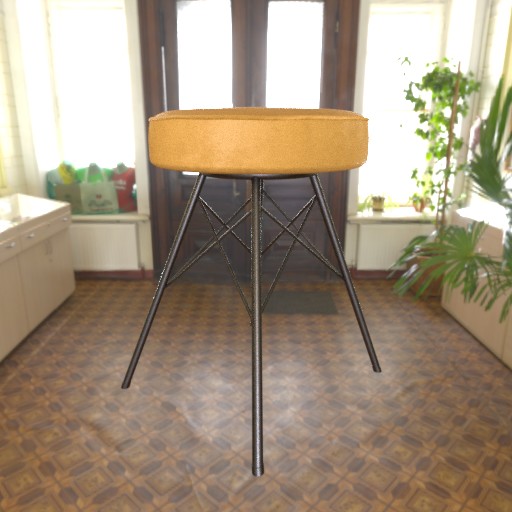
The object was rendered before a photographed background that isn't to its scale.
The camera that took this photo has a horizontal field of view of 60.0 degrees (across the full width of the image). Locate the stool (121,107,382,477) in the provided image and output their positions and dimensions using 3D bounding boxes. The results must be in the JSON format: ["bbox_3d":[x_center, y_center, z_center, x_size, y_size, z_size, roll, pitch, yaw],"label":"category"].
[{"bbox_3d":[0.000,0.000,0.951,0.438,0.595,0.472,14,21,41],"label":"stool"}]
